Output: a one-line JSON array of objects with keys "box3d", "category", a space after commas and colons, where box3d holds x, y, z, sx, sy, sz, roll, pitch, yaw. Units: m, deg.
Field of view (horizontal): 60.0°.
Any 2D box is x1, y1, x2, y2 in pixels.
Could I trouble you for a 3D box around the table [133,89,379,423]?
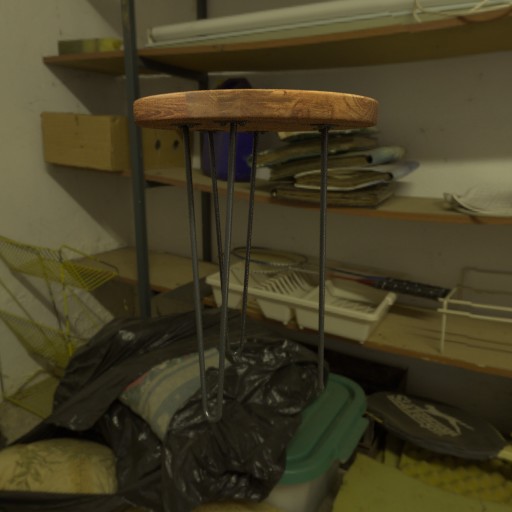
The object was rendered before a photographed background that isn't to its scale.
[{"box3d": [0.000, 0.000, 0.805, 0.400, 0.520, 0.400, 0, 13, 0], "category": "table"}]
